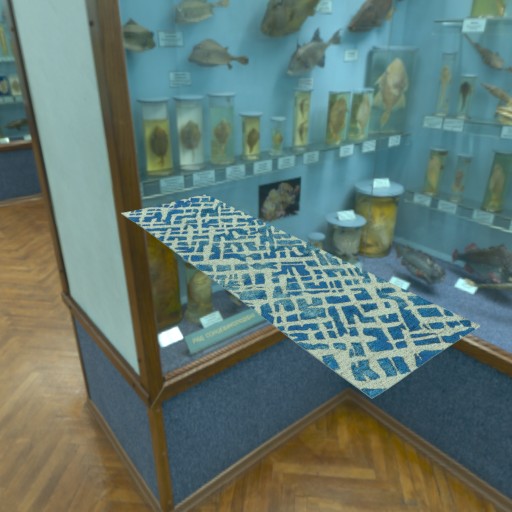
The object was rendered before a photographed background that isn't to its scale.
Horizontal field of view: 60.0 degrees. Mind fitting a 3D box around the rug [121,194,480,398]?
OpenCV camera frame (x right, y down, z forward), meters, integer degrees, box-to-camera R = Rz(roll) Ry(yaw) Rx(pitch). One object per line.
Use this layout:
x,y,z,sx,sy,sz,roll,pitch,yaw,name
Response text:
0.000,0.000,2.726,0.768,0.011,2.446,-18,31,-33,rug
